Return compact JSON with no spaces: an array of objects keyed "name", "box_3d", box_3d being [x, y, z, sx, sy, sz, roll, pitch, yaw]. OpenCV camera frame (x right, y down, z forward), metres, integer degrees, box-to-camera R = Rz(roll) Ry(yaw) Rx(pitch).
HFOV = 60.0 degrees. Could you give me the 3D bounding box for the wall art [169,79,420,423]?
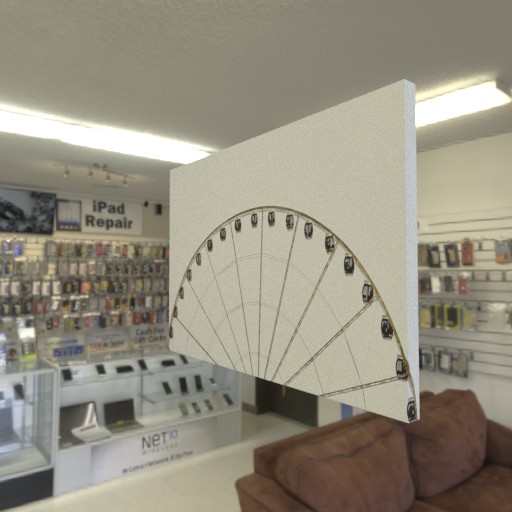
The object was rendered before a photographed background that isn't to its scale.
[{"name":"wall art","box_3d":[0.000,0.000,1.136,0.038,0.601,0.898,2,-2,-38]}]
